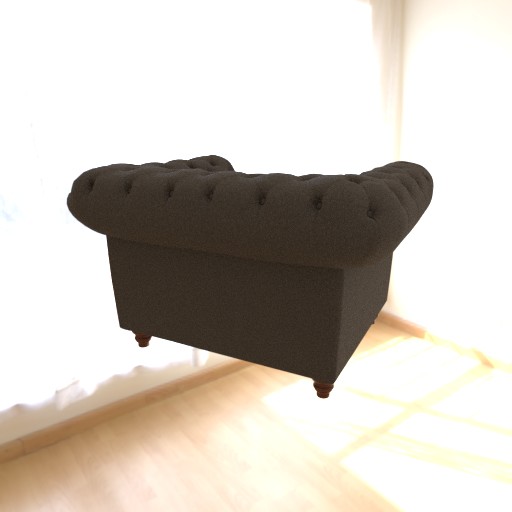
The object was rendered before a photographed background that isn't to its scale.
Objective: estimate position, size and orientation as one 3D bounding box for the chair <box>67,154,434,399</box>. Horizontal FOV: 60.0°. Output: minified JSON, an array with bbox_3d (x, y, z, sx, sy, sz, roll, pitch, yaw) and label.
[{"bbox_3d":[0.000,0.000,1.860,1.270,0.770,0.976,8,18,26],"label":"chair"}]
